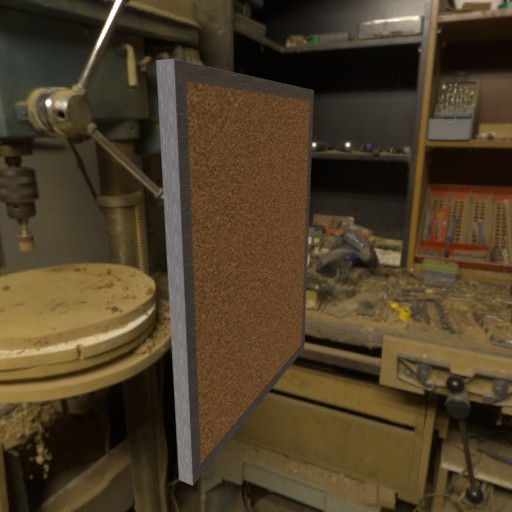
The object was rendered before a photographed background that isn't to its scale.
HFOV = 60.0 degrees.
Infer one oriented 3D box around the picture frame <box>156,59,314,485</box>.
[{"bbox_3d":[0.000,0.000,0.753,0.029,0.559,0.454,8,18,25],"label":"picture frame"}]
